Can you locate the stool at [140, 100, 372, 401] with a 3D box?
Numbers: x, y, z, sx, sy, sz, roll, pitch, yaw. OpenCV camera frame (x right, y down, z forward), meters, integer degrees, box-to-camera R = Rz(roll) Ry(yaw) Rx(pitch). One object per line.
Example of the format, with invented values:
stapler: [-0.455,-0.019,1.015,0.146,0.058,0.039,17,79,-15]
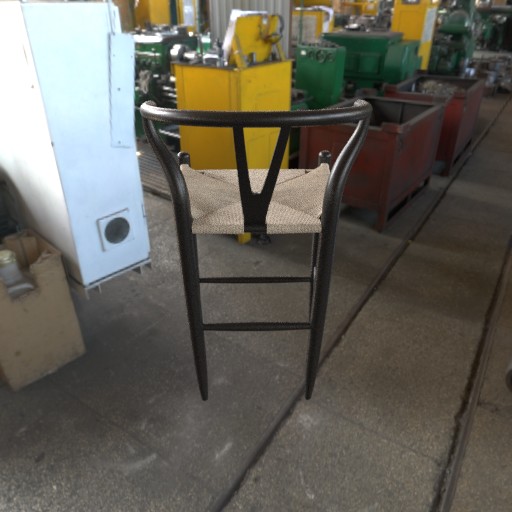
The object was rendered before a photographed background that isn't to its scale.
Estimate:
stool: [0.000,0.000,1.331,0.569,0.970,0.579,-1,31,-1]
